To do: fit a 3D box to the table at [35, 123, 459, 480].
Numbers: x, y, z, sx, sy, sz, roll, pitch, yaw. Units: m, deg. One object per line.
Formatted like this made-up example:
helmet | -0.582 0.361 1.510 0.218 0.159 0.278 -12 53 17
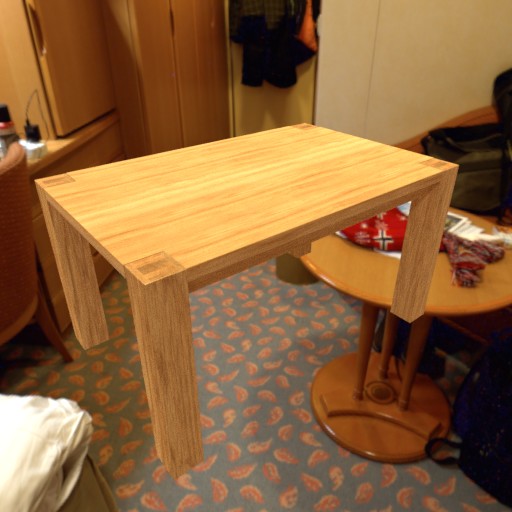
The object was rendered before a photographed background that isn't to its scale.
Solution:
table | 0.000 0.000 1.919 1.400 0.760 0.900 -22 37 -33
